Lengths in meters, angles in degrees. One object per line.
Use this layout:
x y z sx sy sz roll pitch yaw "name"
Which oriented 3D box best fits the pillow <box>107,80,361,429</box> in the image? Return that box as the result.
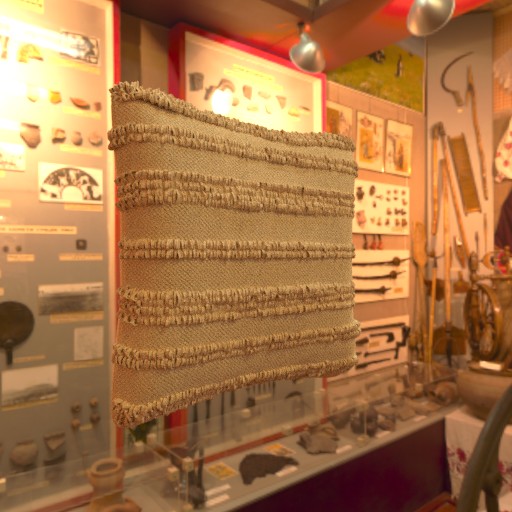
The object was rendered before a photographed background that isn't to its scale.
0.000 0.000 0.658 0.437 0.427 0.145 0 0 -37 "pillow"
